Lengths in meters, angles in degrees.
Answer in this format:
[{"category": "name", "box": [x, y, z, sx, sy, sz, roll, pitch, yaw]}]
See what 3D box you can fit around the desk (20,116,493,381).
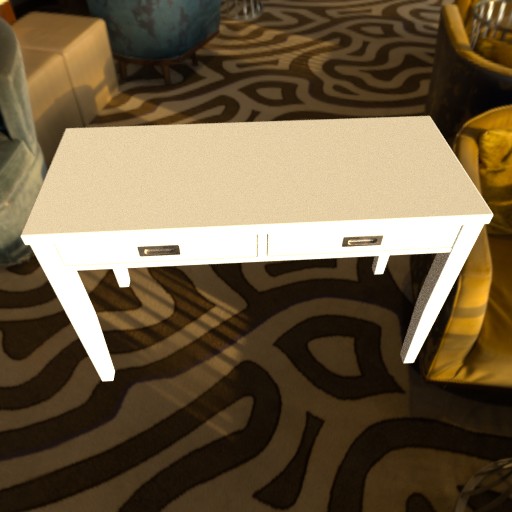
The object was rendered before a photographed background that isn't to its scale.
[{"category": "desk", "box": [0.000, 0.000, 1.592, 1.220, 0.775, 0.508, -3, 47, -3]}]
